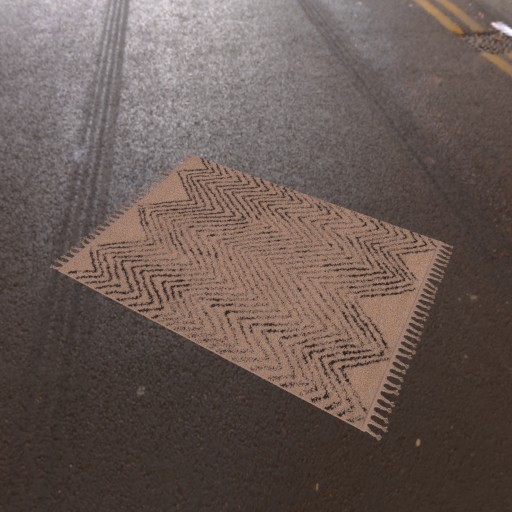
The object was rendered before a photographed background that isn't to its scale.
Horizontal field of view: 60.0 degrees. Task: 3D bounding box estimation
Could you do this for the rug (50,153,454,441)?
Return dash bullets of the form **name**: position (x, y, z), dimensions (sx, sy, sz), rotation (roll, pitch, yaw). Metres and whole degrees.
- **rug**: position (0.000, 0.000, 2.397), dimensions (1.847, 0.014, 1.230), rotation (23, 51, 20)
